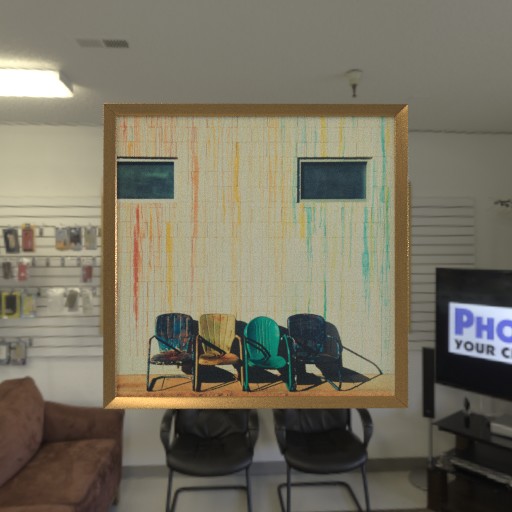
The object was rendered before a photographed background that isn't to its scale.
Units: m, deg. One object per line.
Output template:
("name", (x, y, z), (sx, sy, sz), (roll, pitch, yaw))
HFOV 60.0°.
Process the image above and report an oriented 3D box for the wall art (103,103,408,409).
("wall art", (0.000, 0.000, 0.752), (0.505, 0.505, 0.037), (0, 0, 0))
